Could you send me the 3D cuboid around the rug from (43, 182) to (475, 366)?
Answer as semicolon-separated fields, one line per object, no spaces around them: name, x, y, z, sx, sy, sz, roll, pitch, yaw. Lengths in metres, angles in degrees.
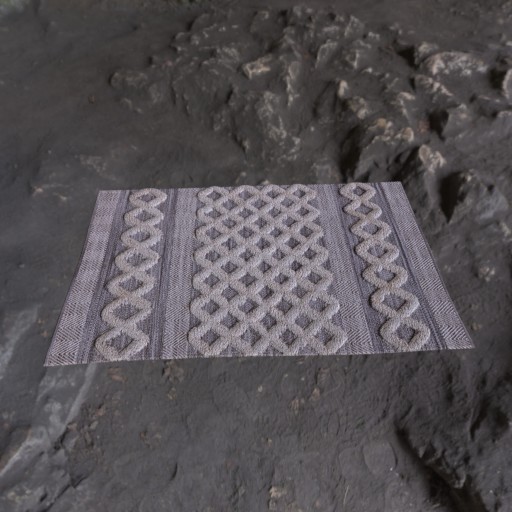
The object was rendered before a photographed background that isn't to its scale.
rug;0.000;0.000;2.895;2.333;0.033;1.513;-2;46;-2
